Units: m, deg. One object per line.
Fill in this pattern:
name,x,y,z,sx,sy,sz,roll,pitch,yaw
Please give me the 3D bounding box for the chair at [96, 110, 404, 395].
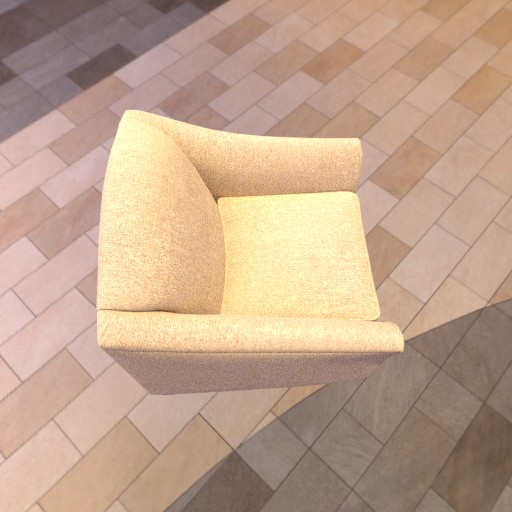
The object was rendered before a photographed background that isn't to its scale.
chair,0.000,0.000,1.464,0.787,0.839,0.763,-3,62,-1
